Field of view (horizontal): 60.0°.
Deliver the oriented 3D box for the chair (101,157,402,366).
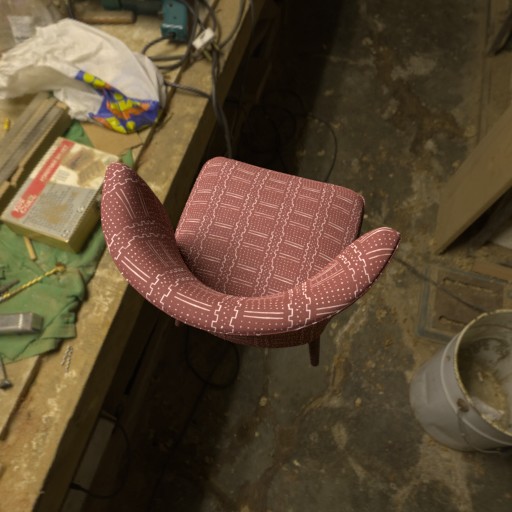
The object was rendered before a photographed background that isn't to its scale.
[{"bbox_3d":[0.000,0.000,1.400,0.706,0.866,0.758,15,65,7],"label":"chair"}]
